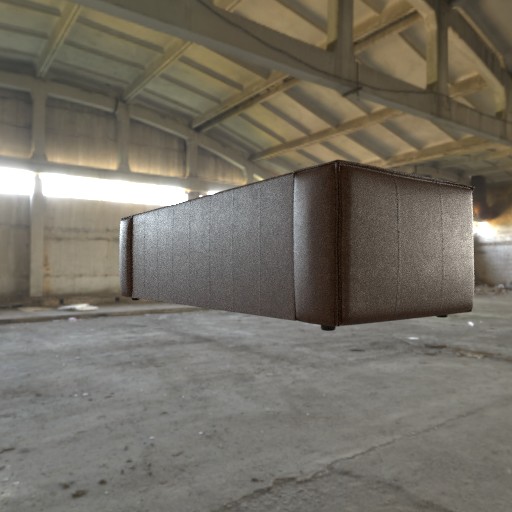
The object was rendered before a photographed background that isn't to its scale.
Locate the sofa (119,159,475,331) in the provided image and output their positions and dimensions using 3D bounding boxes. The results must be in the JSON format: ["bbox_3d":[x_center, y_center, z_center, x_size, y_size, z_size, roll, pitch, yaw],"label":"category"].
[{"bbox_3d":[0.000,0.000,3.058,1.102,0.701,2.581,1,-2,-36],"label":"sofa"}]
